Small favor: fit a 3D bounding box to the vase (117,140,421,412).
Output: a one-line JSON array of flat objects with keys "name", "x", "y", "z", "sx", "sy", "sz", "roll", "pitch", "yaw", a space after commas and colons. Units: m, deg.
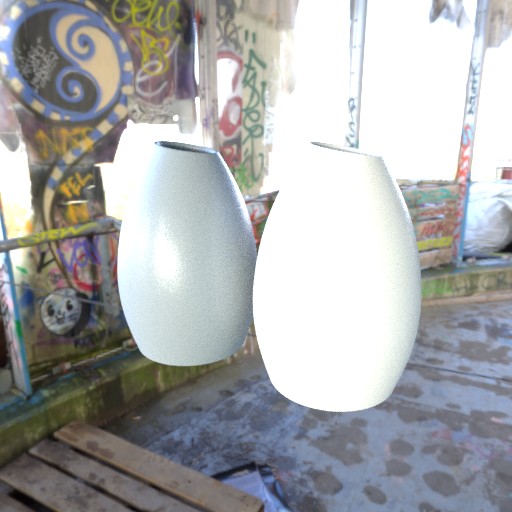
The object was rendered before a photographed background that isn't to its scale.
[{"name": "vase", "x": 0.000, "y": 0.000, "z": 0.261, "sx": 0.187, "sy": 0.131, "sz": 0.089, "roll": 8, "pitch": 17, "yaw": 27}]
